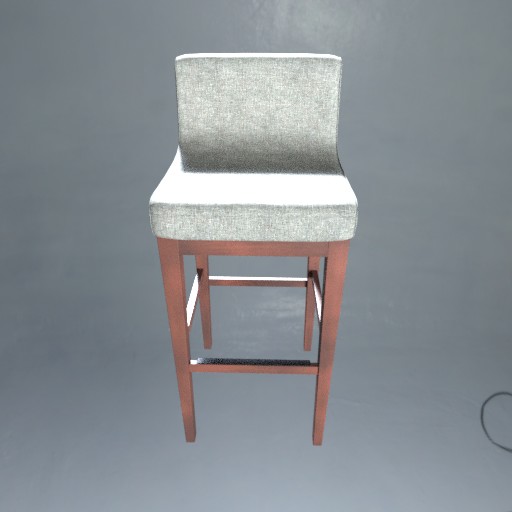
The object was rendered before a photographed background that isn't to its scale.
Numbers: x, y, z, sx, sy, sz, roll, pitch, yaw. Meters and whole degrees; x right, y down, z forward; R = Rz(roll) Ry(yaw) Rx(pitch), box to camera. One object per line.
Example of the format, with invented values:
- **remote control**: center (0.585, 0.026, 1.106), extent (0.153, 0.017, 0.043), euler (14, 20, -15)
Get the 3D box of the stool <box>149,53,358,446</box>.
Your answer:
- **stool**: center (0.000, 0.000, 1.197), extent (0.426, 0.965, 0.499), euler (1, 30, 1)
